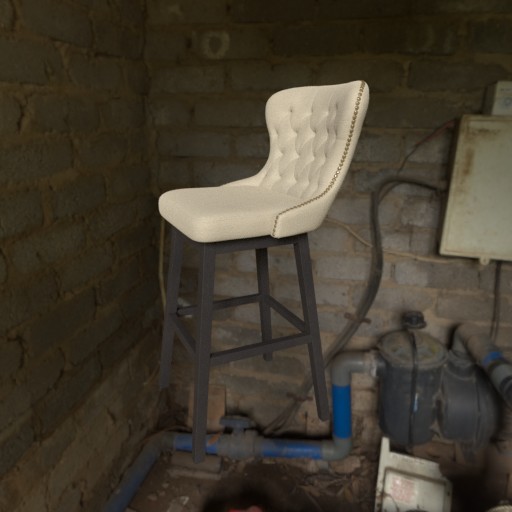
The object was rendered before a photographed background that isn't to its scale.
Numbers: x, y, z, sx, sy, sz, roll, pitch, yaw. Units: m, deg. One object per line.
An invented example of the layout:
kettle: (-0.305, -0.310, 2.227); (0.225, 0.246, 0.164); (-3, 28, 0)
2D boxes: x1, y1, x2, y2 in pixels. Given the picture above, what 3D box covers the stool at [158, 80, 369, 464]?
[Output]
stool: (0.000, 0.000, 1.446); (0.605, 1.066, 0.528); (-8, 19, -24)
